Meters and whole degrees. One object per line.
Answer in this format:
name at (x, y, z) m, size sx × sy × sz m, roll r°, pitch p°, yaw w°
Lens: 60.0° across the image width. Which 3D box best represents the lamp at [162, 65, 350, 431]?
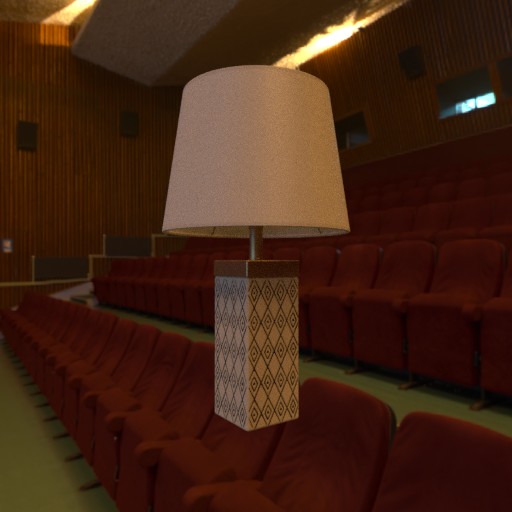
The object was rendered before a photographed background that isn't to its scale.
lamp at (0.000, 0.000, 0.605) m, size 0.251 × 0.435 × 0.251 m, roll 0°, pitch -1°, yaw 0°
